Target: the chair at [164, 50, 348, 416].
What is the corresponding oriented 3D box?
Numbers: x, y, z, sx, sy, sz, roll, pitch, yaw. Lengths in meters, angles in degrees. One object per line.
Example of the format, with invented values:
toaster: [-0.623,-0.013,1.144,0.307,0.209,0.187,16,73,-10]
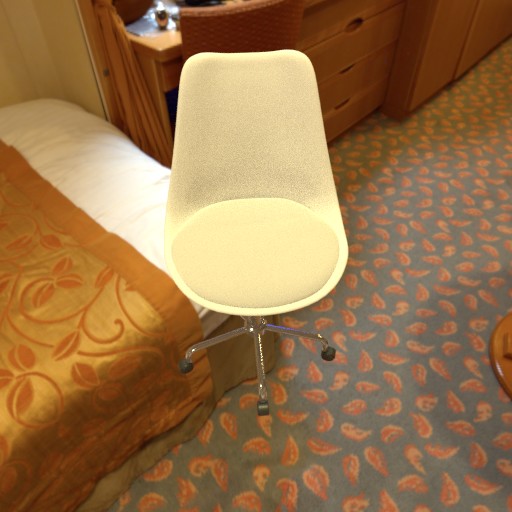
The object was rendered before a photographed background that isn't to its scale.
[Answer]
chair: [0.000,0.000,1.258,0.550,0.930,0.550,-3,47,-3]
